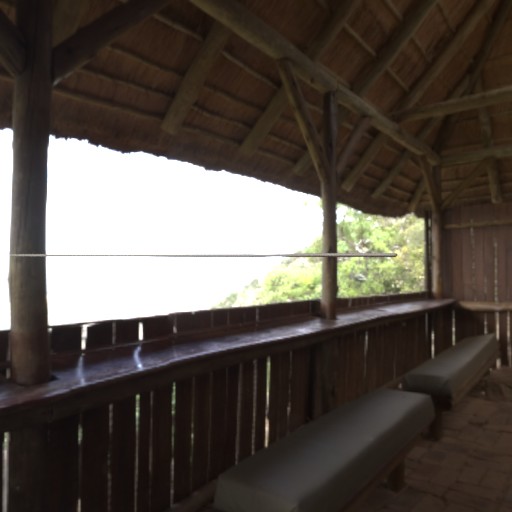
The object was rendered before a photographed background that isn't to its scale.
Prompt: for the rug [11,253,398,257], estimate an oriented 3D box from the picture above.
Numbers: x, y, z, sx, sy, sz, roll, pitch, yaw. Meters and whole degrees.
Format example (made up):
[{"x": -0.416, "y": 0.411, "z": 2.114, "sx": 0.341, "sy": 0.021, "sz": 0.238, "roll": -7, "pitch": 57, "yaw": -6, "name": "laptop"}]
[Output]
[{"x": 0.000, "y": 0.000, "z": 3.987, "sx": 2.410, "sy": 0.021, "sz": 3.055, "roll": 0, "pitch": 0, "yaw": 17, "name": "rug"}]
